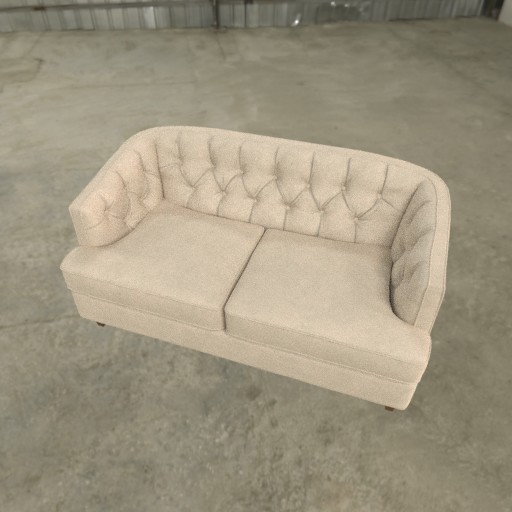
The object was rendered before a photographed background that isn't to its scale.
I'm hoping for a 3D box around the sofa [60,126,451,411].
[{"bbox_3d":[0.000,0.000,2.266,1.731,0.878,0.940,13,42,14],"label":"sofa"}]
